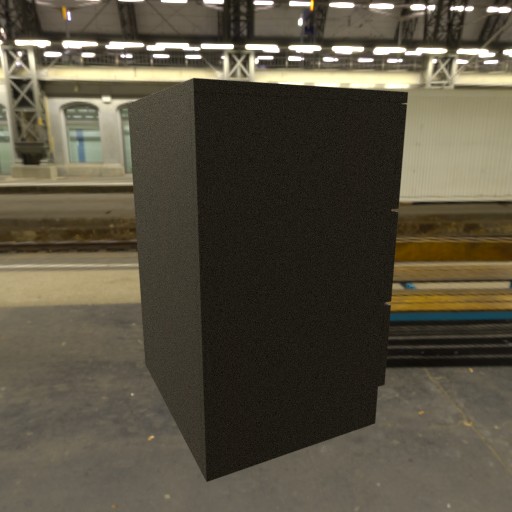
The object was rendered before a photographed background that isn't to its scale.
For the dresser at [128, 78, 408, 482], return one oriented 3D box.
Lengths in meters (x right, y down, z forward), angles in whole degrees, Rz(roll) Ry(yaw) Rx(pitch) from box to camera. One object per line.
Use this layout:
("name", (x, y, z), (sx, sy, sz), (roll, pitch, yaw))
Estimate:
("dresser", (0.000, 0.000, 0.835), (0.360, 0.560, 0.400), (-7, 16, -25))
